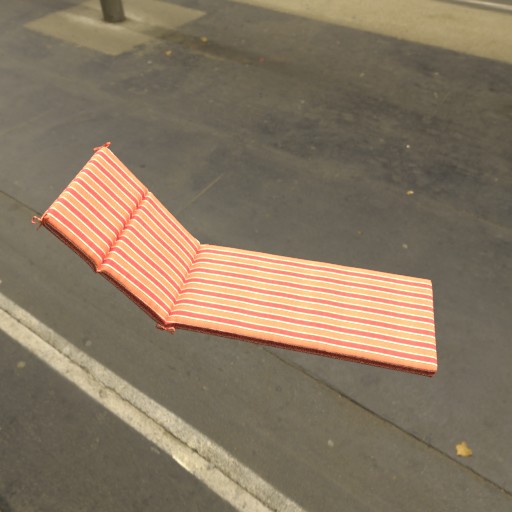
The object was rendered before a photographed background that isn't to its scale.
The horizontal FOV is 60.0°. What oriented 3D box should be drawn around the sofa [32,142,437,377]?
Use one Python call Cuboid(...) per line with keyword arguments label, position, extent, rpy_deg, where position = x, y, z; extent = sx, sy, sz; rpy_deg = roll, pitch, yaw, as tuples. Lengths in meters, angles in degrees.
Cuboid(label="sofa", position=(0.000, 0.000, 1.958), extent=(1.663, 0.622, 0.582), rpy_deg=(9, 47, 9))
